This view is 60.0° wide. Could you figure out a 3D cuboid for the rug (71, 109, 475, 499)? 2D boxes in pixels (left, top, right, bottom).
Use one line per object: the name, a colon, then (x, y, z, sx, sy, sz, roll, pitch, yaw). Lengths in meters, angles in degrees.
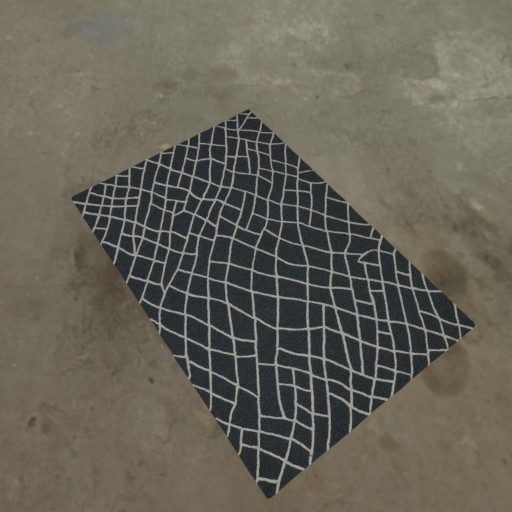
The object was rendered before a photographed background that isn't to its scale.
rug: (0.000, 0.000, 2.268, 1.223, 0.013, 1.830, -32, 64, -18)
